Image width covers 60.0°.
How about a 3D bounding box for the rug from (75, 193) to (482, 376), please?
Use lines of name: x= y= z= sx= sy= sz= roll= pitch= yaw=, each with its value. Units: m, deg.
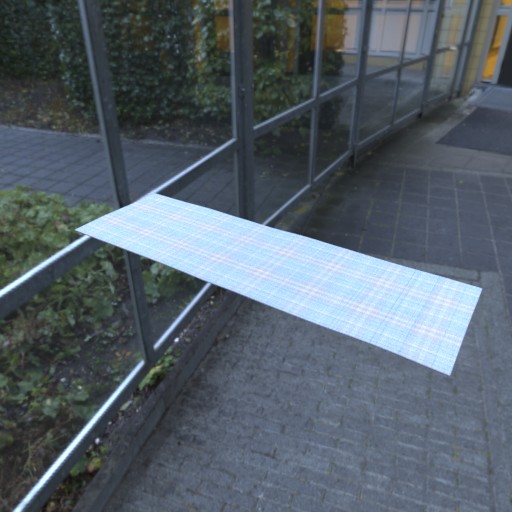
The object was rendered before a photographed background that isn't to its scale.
rug: x=0.000 y=0.000 z=2.703 sx=2.439 sy=0.013 sz=0.762 roll=18 pitch=35 yaw=28
